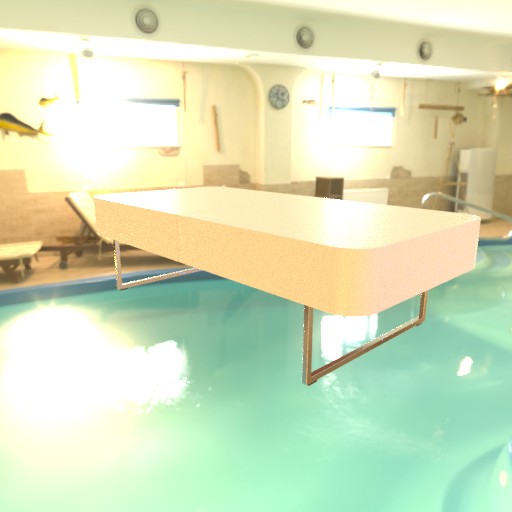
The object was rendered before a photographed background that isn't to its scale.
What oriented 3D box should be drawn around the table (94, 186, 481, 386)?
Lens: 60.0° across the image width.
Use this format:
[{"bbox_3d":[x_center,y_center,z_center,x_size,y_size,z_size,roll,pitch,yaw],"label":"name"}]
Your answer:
[{"bbox_3d":[0.000,0.000,1.463,0.600,0.340,1.200,-13,19,-41],"label":"table"}]
